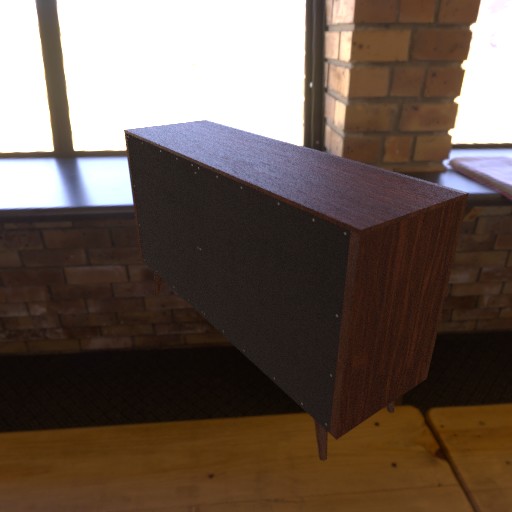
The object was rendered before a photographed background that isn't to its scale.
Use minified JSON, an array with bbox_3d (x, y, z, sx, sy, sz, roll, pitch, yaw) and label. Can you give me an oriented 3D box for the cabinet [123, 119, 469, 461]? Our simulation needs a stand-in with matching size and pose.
[{"bbox_3d":[0.000,0.000,2.013,0.505,0.940,1.575,-18,32,-32],"label":"cabinet"}]
